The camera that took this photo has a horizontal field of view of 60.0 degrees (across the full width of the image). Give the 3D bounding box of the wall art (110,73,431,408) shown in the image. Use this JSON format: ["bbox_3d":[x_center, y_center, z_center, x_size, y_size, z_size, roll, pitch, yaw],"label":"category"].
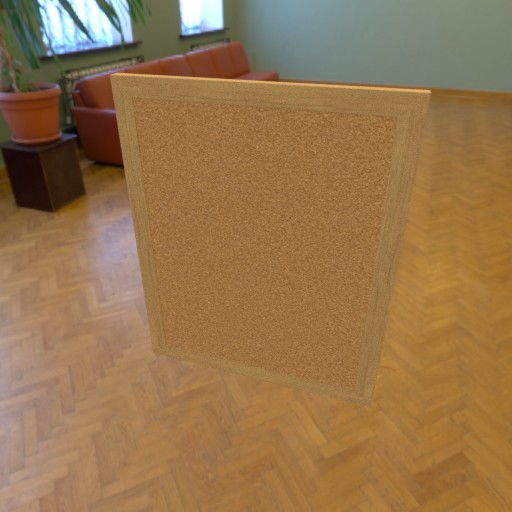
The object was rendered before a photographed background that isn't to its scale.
[{"bbox_3d":[0.000,0.000,0.757,0.460,0.561,0.020,10,32,16],"label":"wall art"}]
